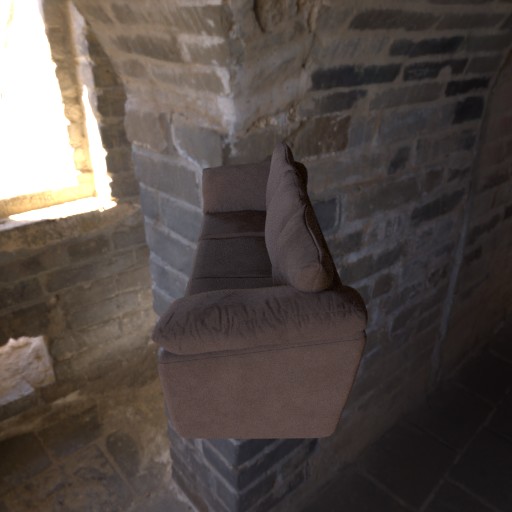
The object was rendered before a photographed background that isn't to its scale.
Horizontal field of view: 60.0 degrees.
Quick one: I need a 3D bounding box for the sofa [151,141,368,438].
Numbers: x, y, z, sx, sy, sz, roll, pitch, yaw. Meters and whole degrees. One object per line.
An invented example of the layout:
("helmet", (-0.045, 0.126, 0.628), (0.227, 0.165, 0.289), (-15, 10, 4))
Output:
("sofa", (0.000, 0.000, 2.870), (0.878, 1.015, 2.336), (0, 27, -1))
